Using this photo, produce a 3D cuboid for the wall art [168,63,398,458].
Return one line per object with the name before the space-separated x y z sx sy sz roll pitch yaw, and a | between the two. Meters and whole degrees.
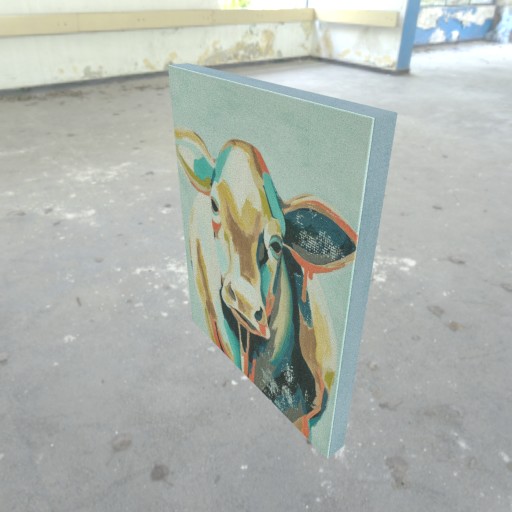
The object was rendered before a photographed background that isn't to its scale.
wall art | 0.000 0.000 0.690 0.037 0.509 0.409 -21 37 -31
